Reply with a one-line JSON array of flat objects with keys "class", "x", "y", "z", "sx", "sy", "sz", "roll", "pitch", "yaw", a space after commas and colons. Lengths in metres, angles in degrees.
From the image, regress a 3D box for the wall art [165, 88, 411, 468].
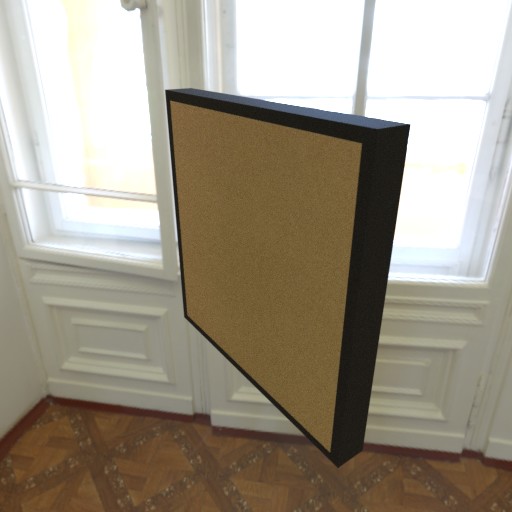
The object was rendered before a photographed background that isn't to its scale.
[{"class": "wall art", "x": 0.000, "y": 0.000, "z": 0.461, "sx": 0.033, "sy": 0.304, "sz": 0.305, "roll": -17, "pitch": 31, "yaw": -32}]
